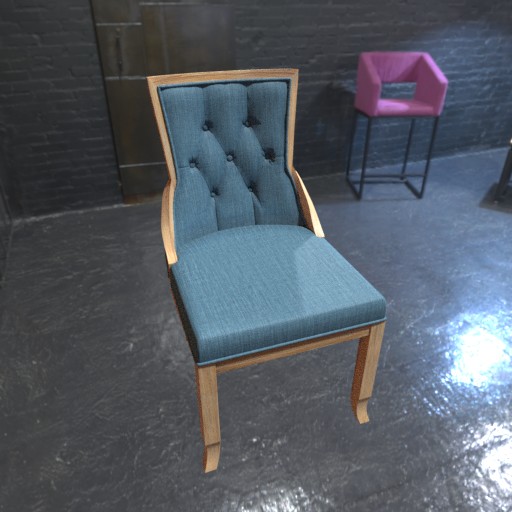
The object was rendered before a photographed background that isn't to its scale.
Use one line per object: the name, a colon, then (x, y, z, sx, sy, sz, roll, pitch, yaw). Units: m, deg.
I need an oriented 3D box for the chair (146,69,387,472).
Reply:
chair: (0.000, 0.000, 1.323, 0.524, 0.947, 0.641, -10, 33, -16)
